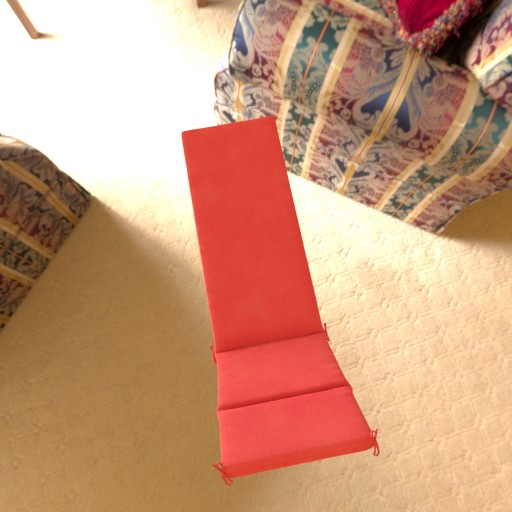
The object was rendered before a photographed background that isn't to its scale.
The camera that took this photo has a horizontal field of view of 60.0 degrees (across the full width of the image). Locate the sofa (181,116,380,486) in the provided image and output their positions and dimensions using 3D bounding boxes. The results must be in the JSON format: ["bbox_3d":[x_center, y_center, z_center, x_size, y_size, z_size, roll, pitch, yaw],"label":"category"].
[{"bbox_3d":[0.000,0.000,1.949,0.582,0.622,1.663,-10,75,-3],"label":"sofa"}]
